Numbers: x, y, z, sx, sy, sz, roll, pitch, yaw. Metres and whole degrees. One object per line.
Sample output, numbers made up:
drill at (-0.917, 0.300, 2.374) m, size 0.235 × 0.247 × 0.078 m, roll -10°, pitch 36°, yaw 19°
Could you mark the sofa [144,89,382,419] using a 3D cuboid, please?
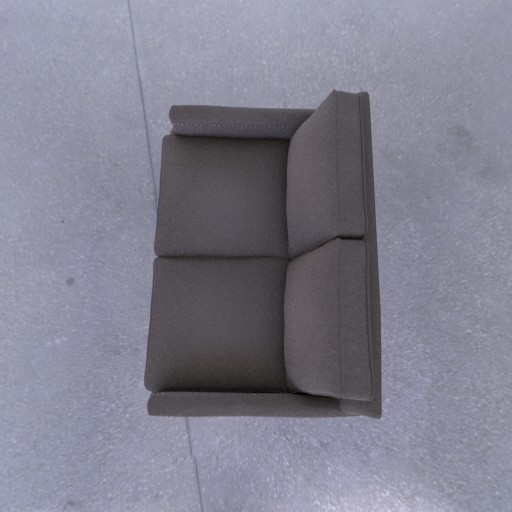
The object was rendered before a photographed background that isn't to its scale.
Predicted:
sofa at (0.000, 0.000, 2.315) m, size 1.084 × 1.003 × 1.597 m, roll 1°, pitch 77°, yaw 0°
